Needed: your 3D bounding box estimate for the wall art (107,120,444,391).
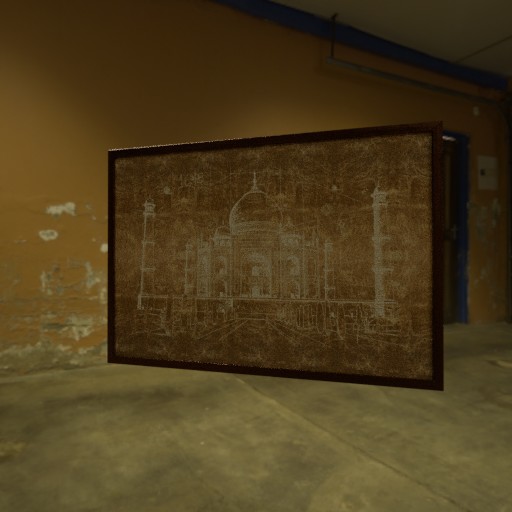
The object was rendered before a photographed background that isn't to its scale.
[{"bbox_3d":[0.000,0.000,1.046,0.816,0.559,0.014,0,-1,18],"label":"wall art"}]
